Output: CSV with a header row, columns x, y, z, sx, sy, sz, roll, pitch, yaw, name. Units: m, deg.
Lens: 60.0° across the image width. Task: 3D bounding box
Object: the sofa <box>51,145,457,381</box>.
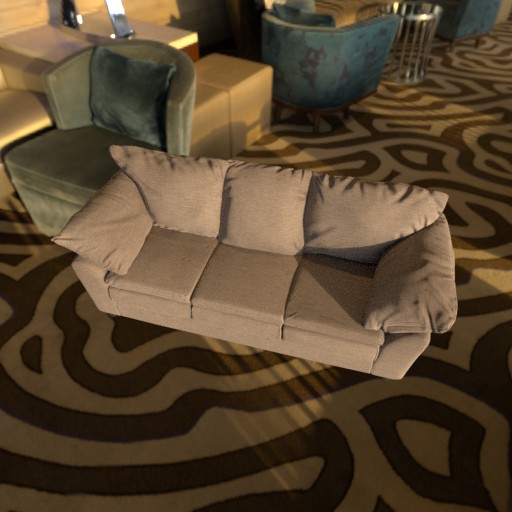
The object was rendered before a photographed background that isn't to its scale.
x,y,z,sx,sy,sz,roll,pitch,yaw,name
0.000,0.000,2.912,2.390,1.043,0.927,11,42,12,sofa
